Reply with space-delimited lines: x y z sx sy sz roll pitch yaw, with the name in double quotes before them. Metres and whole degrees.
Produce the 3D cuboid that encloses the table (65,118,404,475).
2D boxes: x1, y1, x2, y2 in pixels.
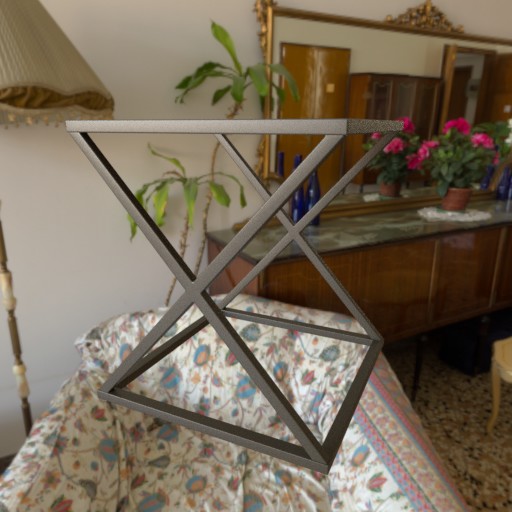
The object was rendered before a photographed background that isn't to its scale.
"table" 0.000 0.000 0.966 0.500 0.565 0.500 8 18 24
